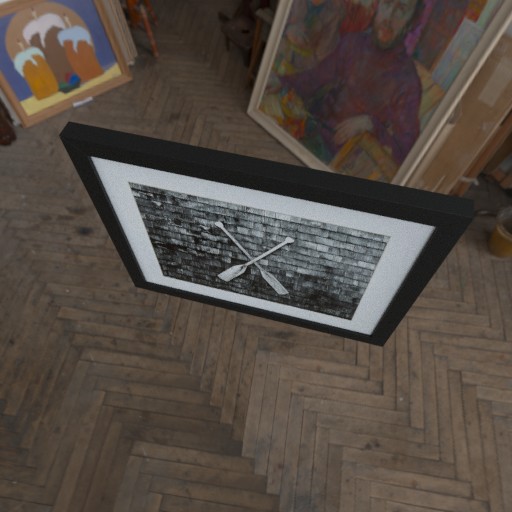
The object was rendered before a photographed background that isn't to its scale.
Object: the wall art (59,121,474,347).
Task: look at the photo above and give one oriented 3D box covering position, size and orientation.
[{"bbox_3d":[0.000,0.000,0.780,0.558,0.457,0.029,13,60,8],"label":"wall art"}]
